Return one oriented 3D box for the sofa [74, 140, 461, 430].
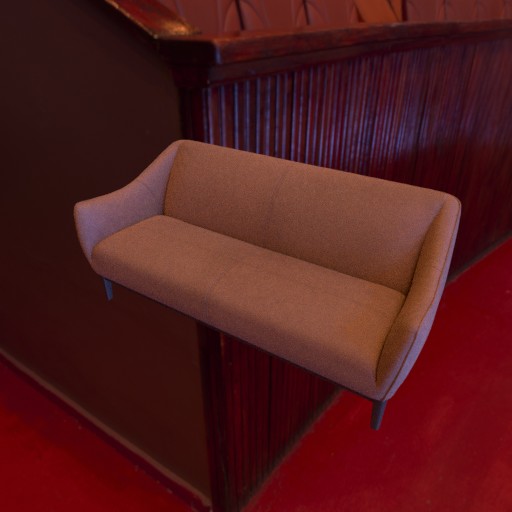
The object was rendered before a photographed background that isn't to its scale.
[{"bbox_3d":[0.000,0.000,2.394,1.928,0.830,0.869,19,35,29],"label":"sofa"}]
